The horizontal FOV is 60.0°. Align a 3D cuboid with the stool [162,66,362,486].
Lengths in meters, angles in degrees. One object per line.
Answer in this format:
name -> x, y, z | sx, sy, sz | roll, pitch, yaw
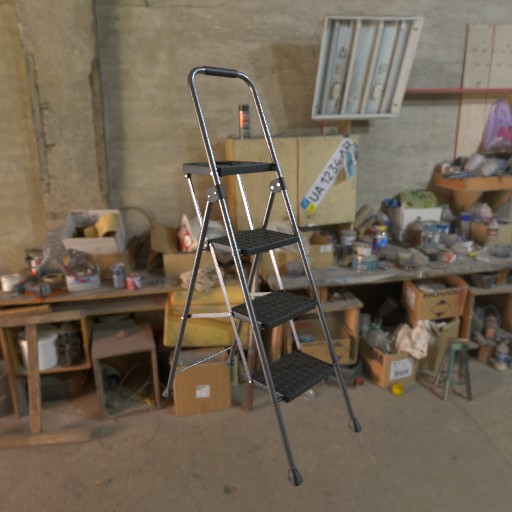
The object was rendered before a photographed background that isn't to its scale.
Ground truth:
stool -> 0.000, 0.000, 1.585 | 0.733, 1.277, 0.396 | 15, 22, 42
